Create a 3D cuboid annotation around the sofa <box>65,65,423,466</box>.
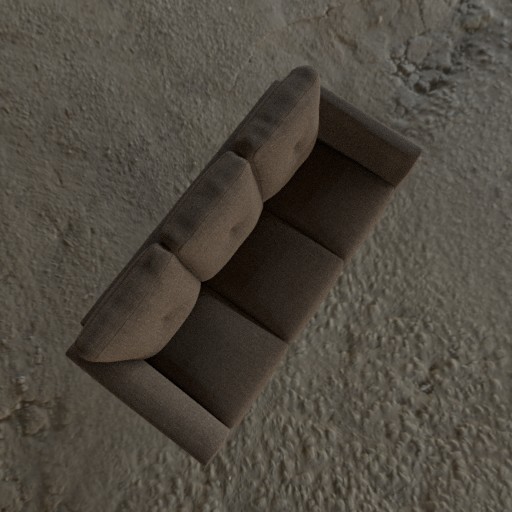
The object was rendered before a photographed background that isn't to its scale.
[{"bbox_3d":[0.000,0.000,2.305,0.837,0.891,1.847,35,79,8],"label":"sofa"}]
